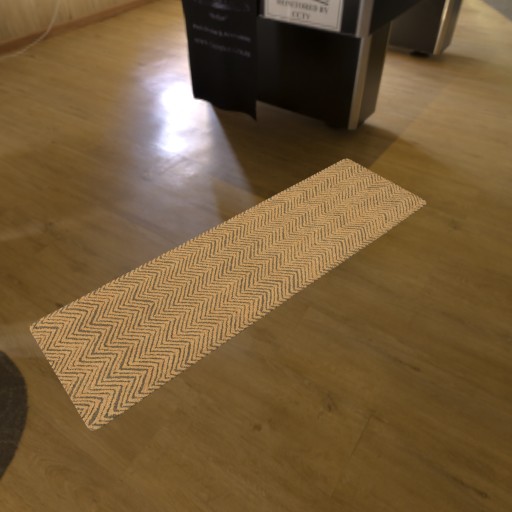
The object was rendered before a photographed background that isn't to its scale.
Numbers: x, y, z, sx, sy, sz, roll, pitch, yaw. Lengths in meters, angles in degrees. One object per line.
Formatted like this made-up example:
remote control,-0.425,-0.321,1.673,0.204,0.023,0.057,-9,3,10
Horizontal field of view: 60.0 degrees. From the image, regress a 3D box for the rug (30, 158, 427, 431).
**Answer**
rug,0.000,0.000,2.464,2.286,0.008,0.686,-31,52,-27
